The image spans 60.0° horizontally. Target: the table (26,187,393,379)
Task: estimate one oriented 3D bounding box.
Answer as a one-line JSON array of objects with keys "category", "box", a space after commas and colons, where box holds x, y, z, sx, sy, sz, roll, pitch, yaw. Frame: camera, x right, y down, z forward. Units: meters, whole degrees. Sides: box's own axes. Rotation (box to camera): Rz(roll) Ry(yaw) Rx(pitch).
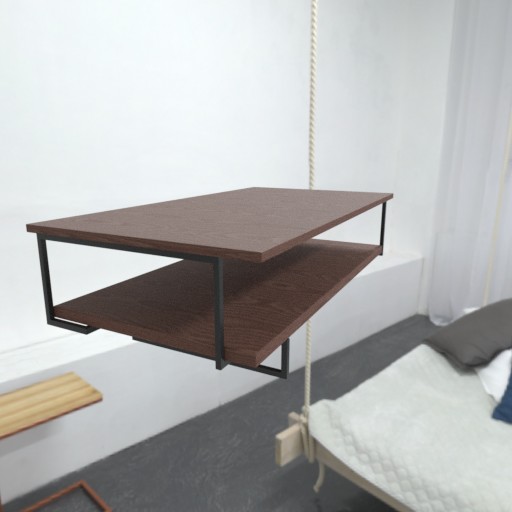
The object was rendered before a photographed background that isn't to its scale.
[{"category": "table", "box": [0.000, 0.000, 1.498, 0.651, 0.347, 1.197, 7, 15, 27]}]
